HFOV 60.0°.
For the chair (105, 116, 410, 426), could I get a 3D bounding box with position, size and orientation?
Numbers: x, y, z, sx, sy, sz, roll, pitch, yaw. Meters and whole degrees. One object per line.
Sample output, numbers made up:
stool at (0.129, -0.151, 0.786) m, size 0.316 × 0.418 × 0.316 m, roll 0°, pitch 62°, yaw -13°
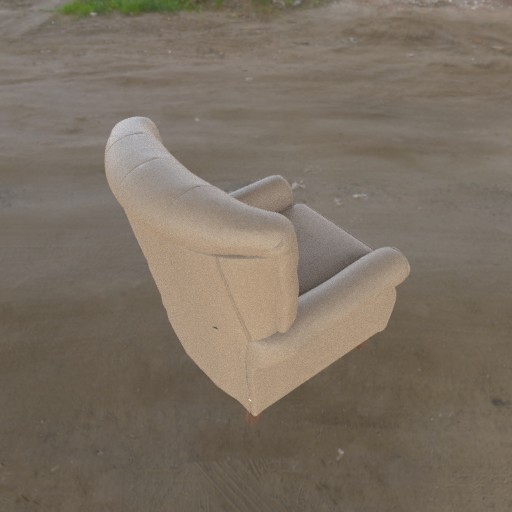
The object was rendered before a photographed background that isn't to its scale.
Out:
chair at (0.000, 0.000, 1.916) m, size 1.041 × 1.138 × 0.999 m, roll -25°, pitch 46°, yaw -27°
